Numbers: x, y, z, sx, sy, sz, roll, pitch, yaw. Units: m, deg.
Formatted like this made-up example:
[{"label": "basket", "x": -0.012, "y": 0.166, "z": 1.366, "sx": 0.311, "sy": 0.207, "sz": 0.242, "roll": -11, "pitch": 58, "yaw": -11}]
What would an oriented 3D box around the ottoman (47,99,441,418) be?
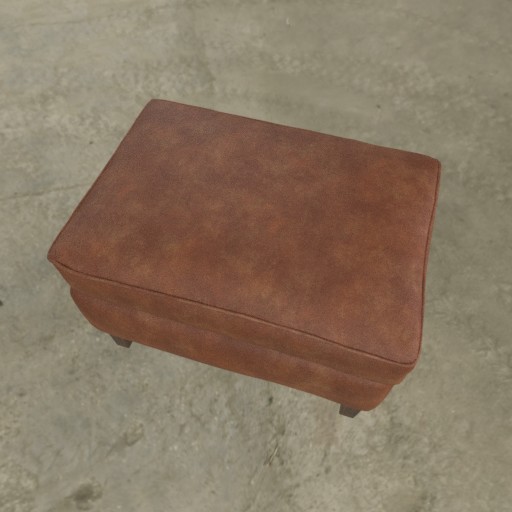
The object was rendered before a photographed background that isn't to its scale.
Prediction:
[{"label": "ottoman", "x": 0.000, "y": 0.000, "z": 0.978, "sx": 0.665, "sy": 0.418, "sz": 0.501, "roll": 15, "pitch": 59, "yaw": 9}]
